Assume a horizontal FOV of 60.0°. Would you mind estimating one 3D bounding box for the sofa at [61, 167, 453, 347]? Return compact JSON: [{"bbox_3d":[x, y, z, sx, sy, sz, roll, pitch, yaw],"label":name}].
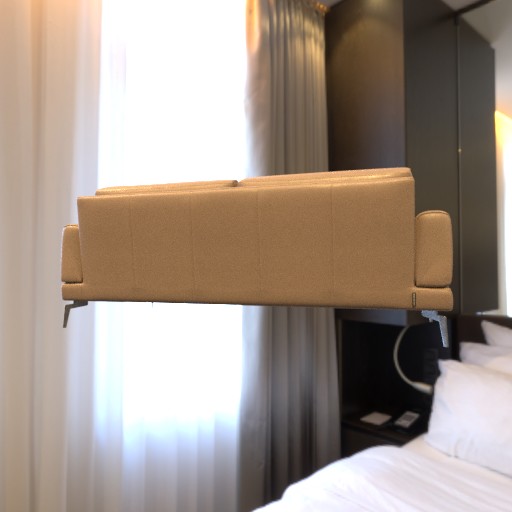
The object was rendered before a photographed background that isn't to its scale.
[{"bbox_3d":[0.000,0.000,2.457,1.940,0.765,0.974,-1,-2,18],"label":"sofa"}]
